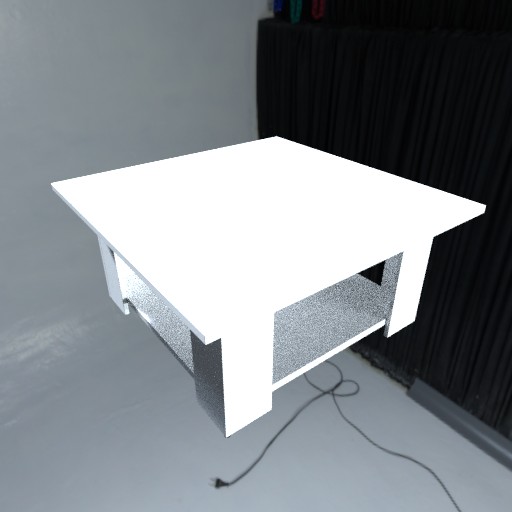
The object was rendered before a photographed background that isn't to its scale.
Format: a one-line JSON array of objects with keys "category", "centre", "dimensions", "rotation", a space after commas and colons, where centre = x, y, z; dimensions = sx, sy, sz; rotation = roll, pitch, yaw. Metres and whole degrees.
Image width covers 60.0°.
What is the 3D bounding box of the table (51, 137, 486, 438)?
[{"category": "table", "centre": [0.000, 0.000, 1.037], "dimensions": [0.670, 0.305, 0.670], "rotation": [-21, 36, -32]}]
